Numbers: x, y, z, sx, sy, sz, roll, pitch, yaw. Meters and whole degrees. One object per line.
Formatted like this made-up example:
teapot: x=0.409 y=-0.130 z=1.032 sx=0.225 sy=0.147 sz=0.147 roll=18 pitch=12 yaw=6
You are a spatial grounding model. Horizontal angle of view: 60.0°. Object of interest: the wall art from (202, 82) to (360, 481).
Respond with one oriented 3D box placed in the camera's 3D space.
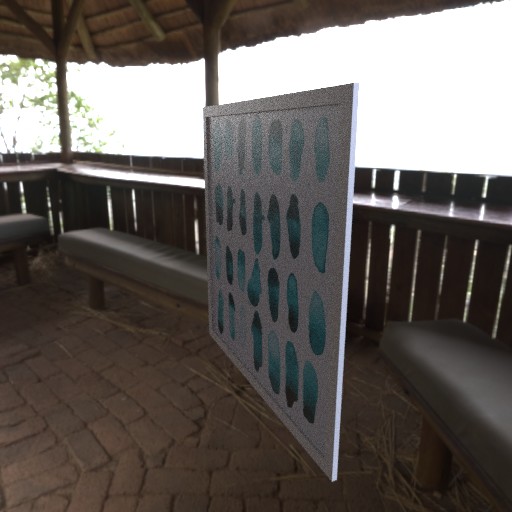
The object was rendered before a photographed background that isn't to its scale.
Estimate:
wall art: x=0.000 y=0.000 z=0.833 sx=0.009 sy=0.559 sz=0.558 roll=-7 pitch=17 yaw=-24
